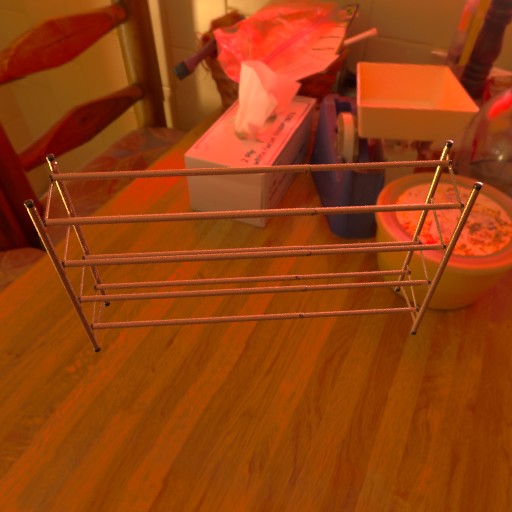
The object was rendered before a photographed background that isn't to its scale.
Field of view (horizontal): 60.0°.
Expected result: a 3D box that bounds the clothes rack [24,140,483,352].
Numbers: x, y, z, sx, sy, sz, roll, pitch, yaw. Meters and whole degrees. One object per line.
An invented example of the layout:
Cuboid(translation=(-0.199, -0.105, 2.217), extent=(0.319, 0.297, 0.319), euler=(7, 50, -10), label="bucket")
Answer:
Cuboid(translation=(0.000, 0.000, 1.436), extent=(1.168, 0.672, 0.229), euler=(-3, 46, -3), label="clothes rack")
